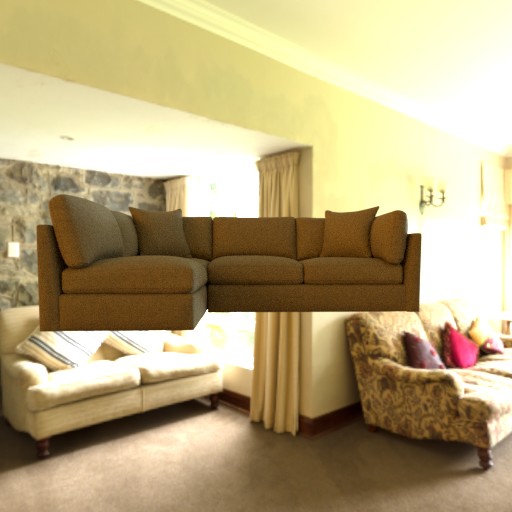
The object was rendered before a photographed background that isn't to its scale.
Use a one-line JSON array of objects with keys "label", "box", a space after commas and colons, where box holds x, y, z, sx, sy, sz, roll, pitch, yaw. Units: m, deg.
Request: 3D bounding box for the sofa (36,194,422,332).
[{"label": "sofa", "box": [0.000, 0.000, 3.862, 2.896, 0.978, 1.994, 0, 0, -2]}]
